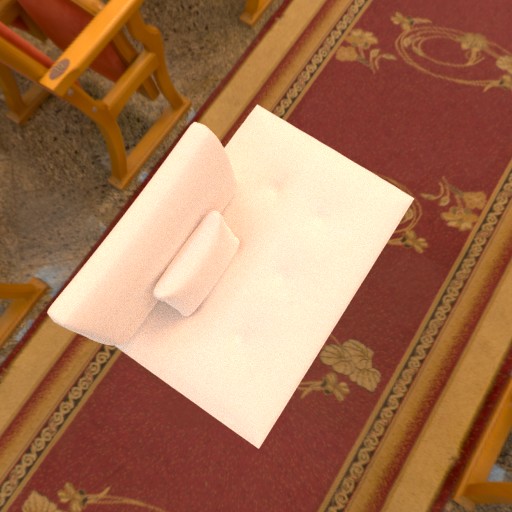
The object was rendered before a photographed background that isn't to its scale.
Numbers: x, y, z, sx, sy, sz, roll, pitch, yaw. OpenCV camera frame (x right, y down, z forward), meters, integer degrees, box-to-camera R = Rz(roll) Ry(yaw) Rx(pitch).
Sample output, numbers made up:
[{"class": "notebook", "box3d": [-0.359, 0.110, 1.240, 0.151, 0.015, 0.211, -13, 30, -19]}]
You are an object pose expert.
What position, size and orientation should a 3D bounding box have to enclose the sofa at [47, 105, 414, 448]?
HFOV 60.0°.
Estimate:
[{"class": "sofa", "box3d": [0.000, 0.000, 2.118, 1.000, 0.820, 1.450, 33, 79, 7]}]
